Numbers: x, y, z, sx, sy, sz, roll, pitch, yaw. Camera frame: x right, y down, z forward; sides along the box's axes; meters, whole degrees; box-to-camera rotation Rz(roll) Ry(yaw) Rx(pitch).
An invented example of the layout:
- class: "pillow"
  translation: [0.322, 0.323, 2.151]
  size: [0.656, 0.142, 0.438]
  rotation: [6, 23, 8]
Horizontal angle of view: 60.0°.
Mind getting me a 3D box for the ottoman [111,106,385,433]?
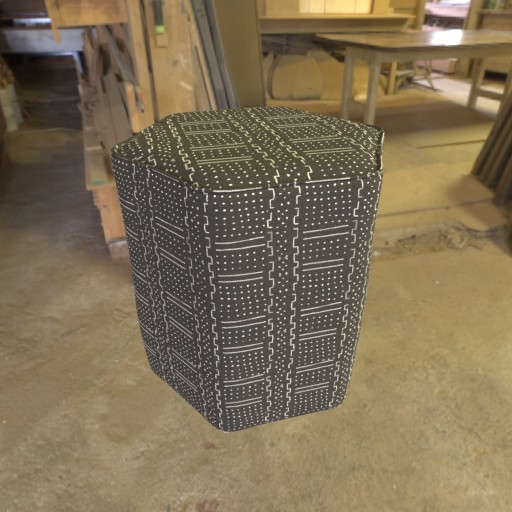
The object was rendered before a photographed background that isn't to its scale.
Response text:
- class: "ottoman"
  translation: [0.000, 0.000, 0.895]
  size: [0.494, 0.502, 0.443]
  rotation: [-8, 32, -13]
